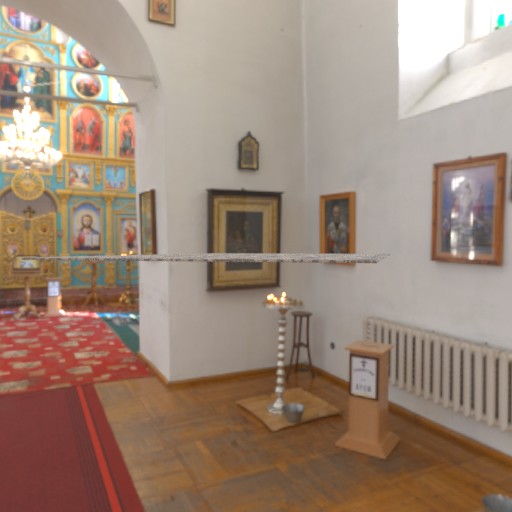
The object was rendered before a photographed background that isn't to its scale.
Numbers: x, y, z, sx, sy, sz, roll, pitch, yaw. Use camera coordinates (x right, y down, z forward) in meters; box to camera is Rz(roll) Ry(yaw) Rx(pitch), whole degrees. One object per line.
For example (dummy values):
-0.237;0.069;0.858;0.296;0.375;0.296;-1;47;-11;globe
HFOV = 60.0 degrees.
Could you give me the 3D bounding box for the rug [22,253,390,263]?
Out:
0.000;0.000;2.965;1.676;0.013;2.261;0;1;18;rug
